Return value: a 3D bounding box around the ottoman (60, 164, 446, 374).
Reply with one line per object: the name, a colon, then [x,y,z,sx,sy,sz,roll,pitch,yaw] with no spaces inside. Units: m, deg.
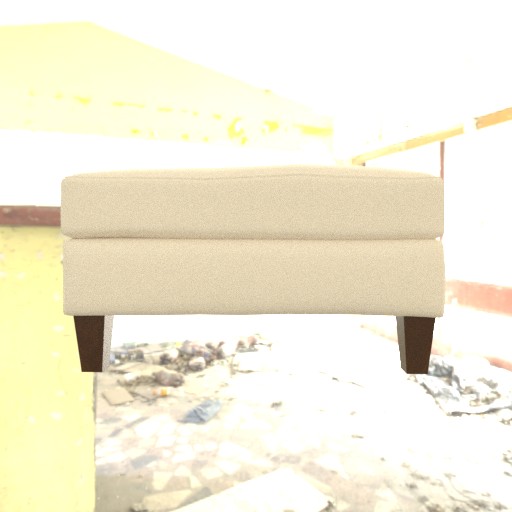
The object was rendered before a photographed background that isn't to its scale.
ottoman: [0.000,0.000,1.341,0.838,0.479,0.838,0,3,1]
